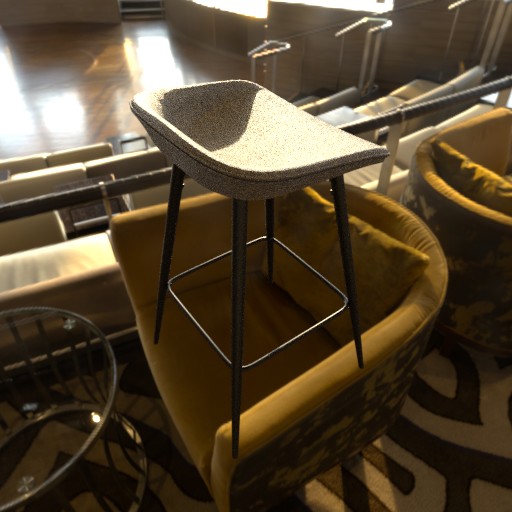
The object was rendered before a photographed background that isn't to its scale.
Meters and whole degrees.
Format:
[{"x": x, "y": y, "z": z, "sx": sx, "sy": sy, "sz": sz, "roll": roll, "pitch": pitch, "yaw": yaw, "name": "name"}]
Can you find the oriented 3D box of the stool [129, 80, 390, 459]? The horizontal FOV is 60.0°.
[{"x": 0.000, "y": 0.000, "z": 1.121, "sx": 0.480, "sy": 0.814, "sz": 0.469, "roll": -26, "pitch": 47, "yaw": -26, "name": "stool"}]
